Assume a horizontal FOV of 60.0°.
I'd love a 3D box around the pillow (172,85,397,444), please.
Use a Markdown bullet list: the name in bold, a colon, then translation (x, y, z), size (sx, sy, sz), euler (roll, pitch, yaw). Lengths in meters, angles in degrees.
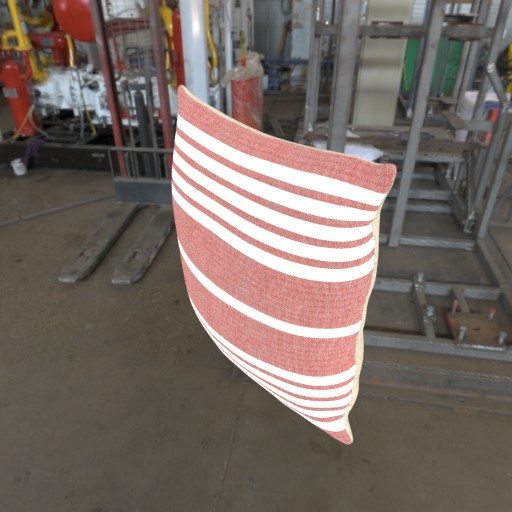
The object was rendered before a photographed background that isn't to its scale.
- **pillow**: translation (0.000, 0.000, 0.667), size (0.182, 0.427, 0.439), euler (-21, 37, -30)
